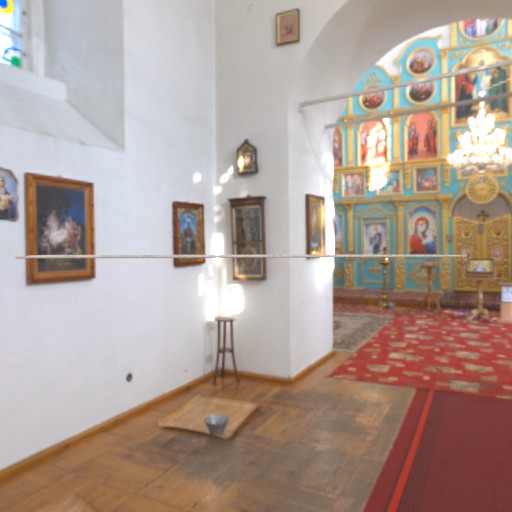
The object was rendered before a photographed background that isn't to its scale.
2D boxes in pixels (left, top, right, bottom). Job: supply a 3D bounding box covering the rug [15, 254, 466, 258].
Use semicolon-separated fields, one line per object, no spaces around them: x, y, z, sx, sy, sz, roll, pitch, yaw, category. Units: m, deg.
0.000;0.000;2.386;2.196;0.011;0.662;0;0;-18;rug
